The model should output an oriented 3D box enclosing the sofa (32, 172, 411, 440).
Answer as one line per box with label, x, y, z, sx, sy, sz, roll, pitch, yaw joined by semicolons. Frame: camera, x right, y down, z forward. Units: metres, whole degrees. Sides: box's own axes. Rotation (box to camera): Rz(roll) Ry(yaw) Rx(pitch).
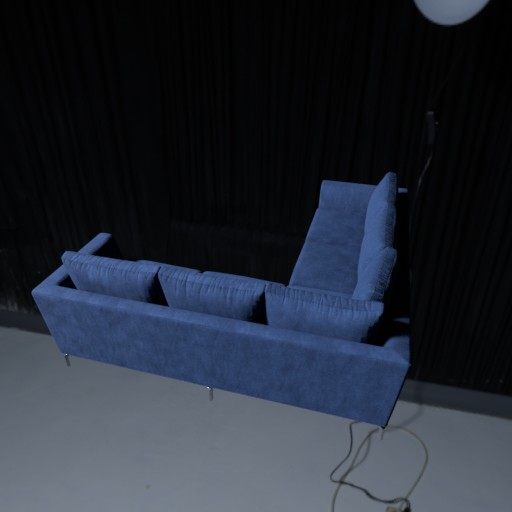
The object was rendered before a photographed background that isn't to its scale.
sofa;0.000;0.000;3.834;2.463;0.988;2.472;9;33;13
